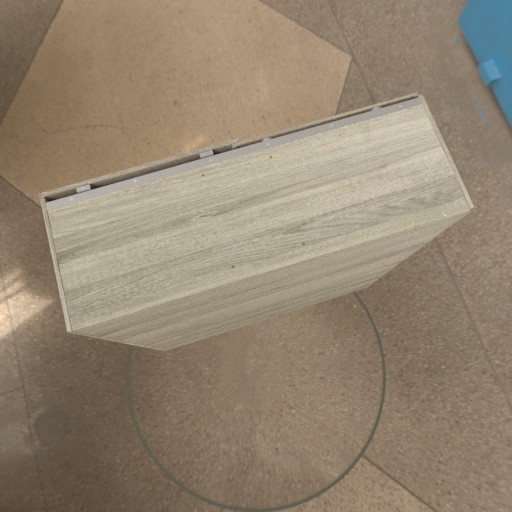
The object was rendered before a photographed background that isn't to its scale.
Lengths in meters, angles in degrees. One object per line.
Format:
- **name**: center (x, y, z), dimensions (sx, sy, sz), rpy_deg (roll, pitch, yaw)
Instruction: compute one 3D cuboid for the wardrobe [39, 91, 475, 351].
- **wardrobe**: center (0.000, 0.000, 2.860), dimensions (1.780, 1.960, 0.629), rpy_deg (-17, 76, -4)
